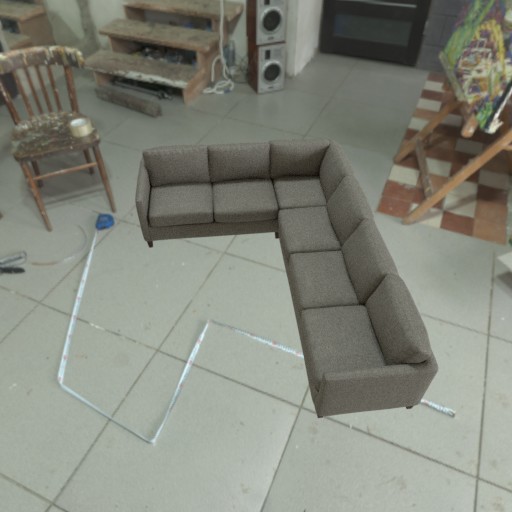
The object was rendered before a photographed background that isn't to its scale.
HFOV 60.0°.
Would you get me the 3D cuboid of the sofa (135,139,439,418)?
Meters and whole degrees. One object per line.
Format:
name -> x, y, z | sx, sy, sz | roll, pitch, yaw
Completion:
sofa -> 0.000, 0.000, 4.641 | 2.593, 0.947, 3.302 | -4, 45, -4
